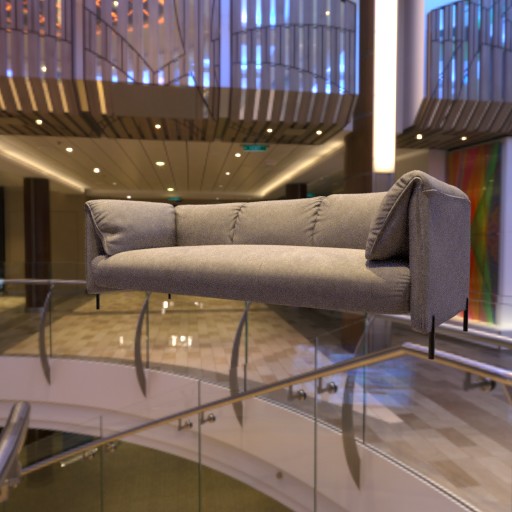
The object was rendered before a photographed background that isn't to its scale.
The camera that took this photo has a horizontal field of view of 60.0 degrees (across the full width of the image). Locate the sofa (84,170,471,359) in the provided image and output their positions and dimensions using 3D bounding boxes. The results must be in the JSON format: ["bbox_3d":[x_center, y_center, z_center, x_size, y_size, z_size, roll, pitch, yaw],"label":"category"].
[{"bbox_3d":[0.000,0.000,2.655,2.238,0.758,0.899,1,2,36],"label":"sofa"}]
